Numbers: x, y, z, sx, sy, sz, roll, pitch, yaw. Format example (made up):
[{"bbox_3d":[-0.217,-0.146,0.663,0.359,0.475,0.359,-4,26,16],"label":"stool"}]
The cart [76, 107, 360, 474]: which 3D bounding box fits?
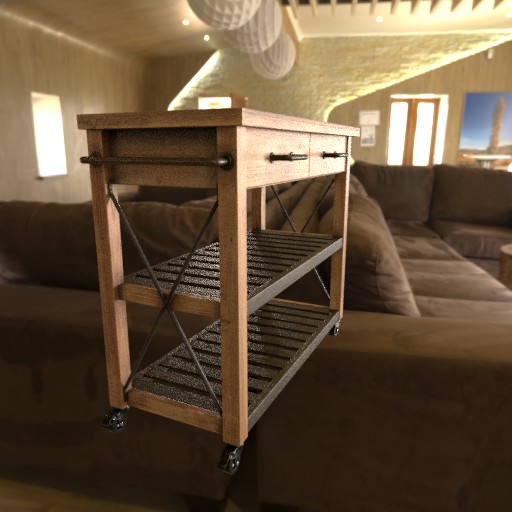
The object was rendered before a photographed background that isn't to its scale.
[{"bbox_3d":[0.000,0.000,0.961,0.298,0.554,0.686,6,15,25],"label":"cart"}]
